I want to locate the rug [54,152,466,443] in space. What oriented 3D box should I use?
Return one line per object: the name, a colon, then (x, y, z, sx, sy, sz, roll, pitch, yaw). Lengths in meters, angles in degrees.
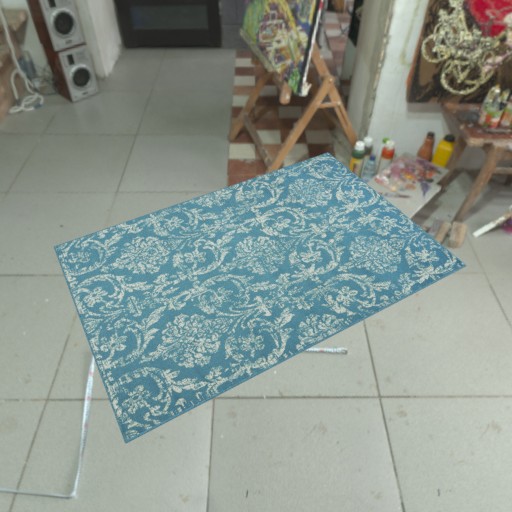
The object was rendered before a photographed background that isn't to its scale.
rug: (0.000, 0.000, 3.525, 2.746, 0.018, 1.816, -22, 50, -20)
